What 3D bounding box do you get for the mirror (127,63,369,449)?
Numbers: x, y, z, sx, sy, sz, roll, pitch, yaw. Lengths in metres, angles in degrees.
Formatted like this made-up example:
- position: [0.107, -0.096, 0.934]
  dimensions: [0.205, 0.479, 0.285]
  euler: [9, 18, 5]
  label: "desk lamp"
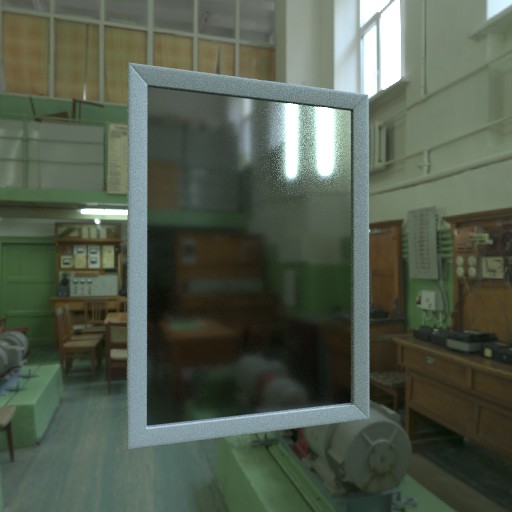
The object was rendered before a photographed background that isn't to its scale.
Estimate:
- position: [0.000, 0.000, 0.910]
  dimensions: [0.507, 0.710, 0.040]
  euler: [0, 0, -18]
  label: "mirror"
